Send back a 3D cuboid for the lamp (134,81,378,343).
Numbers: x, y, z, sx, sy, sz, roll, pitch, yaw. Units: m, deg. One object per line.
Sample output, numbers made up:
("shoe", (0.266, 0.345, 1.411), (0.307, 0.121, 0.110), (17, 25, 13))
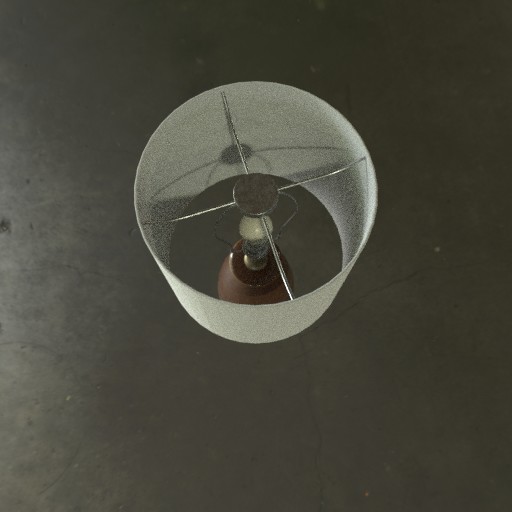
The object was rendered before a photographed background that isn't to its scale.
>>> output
("lamp", (0.000, 0.000, 0.477), (0.186, 0.369, 0.186), (0, 75, 0))
